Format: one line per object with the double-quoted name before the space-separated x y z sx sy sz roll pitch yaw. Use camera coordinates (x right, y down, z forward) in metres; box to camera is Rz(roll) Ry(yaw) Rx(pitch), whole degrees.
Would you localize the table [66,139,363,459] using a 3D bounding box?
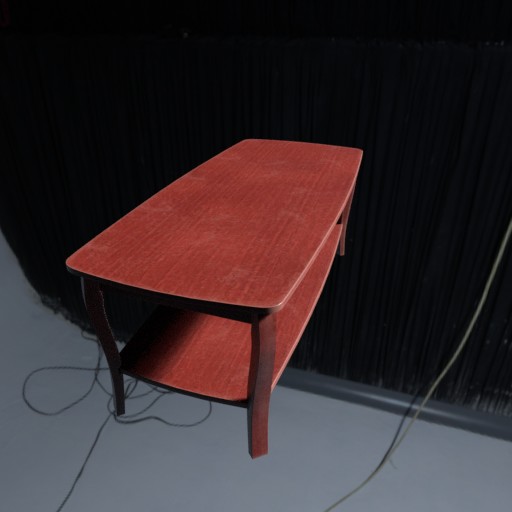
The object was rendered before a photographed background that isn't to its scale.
"table" 0.000 0.000 1.506 0.561 0.473 1.216 10 30 17
